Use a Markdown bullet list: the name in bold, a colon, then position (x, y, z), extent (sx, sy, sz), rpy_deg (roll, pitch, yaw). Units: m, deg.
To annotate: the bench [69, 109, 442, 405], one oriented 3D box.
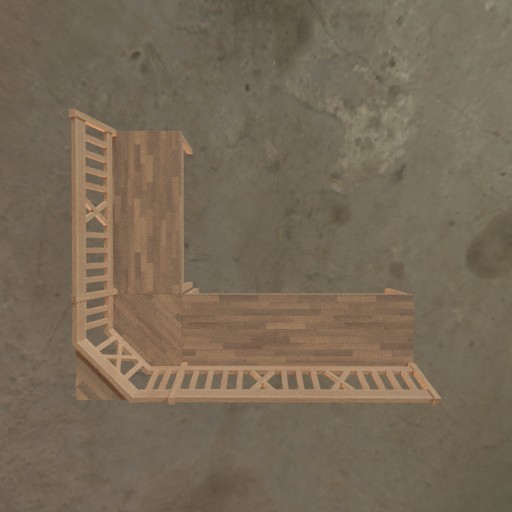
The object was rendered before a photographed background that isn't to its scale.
- **bench**: position (0.000, 0.000, 2.752), extent (1.937, 0.902, 1.537), rpy_deg (0, 91, 0)
